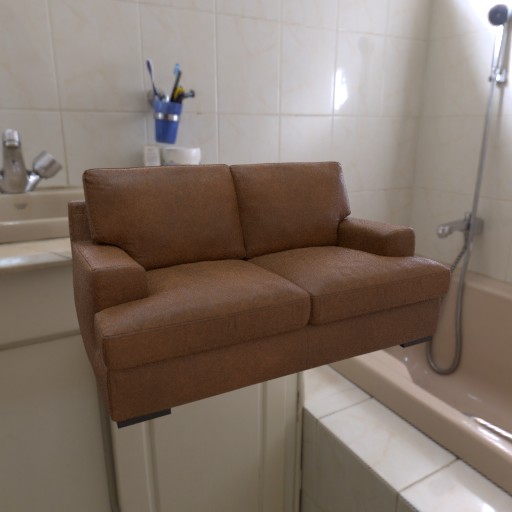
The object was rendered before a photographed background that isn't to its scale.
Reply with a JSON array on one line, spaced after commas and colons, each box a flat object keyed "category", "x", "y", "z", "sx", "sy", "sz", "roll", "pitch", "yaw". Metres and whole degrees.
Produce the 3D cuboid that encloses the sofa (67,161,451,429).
[{"category": "sofa", "x": 0.000, "y": 0.000, "z": 2.461, "sx": 1.880, "sy": 0.966, "sz": 1.144, "roll": -8, "pitch": 18, "yaw": -26}]
